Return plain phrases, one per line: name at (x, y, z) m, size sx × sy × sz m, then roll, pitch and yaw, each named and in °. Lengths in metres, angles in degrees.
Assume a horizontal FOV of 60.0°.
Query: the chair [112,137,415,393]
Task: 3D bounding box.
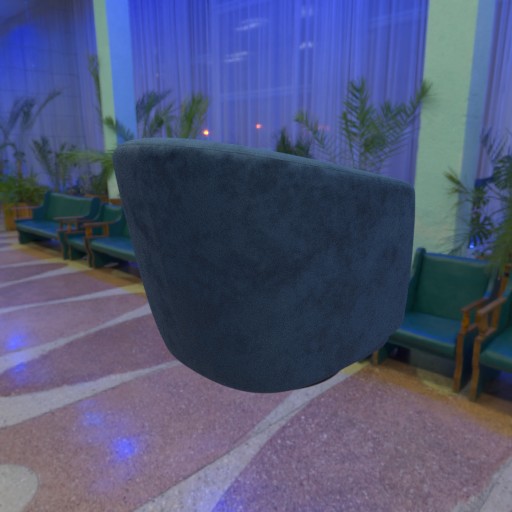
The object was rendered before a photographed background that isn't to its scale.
chair at (0.000, 0.000, 1.371) m, size 0.767 × 0.698 × 0.773 m, roll -13°, pitch 19°, yaw -43°
